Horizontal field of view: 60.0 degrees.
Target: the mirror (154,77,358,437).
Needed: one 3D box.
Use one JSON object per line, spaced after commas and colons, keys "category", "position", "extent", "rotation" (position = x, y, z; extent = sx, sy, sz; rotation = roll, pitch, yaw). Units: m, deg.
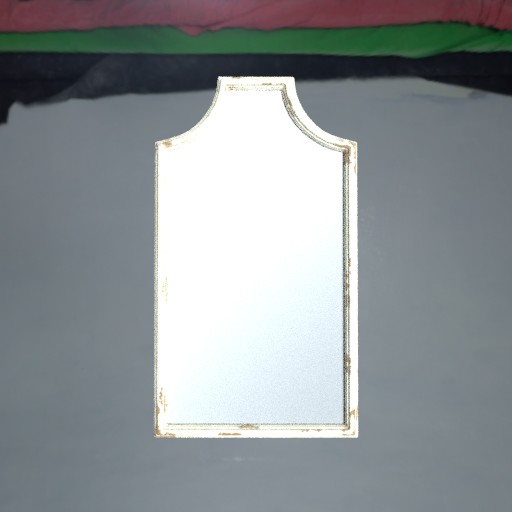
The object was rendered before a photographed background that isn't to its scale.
{"category": "mirror", "position": [0.000, 0.000, 0.884], "extent": [0.403, 0.717, 0.022], "rotation": [0, -1, 0]}
